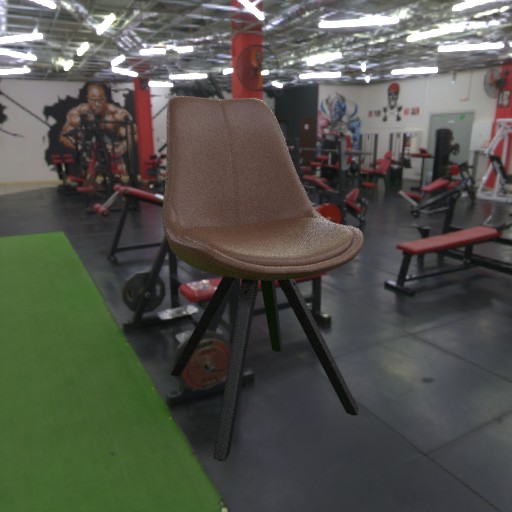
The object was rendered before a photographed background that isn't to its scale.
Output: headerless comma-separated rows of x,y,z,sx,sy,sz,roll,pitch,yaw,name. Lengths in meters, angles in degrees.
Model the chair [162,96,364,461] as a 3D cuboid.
0.000,0.000,1.213,0.475,0.850,0.550,-8,18,-25,chair
